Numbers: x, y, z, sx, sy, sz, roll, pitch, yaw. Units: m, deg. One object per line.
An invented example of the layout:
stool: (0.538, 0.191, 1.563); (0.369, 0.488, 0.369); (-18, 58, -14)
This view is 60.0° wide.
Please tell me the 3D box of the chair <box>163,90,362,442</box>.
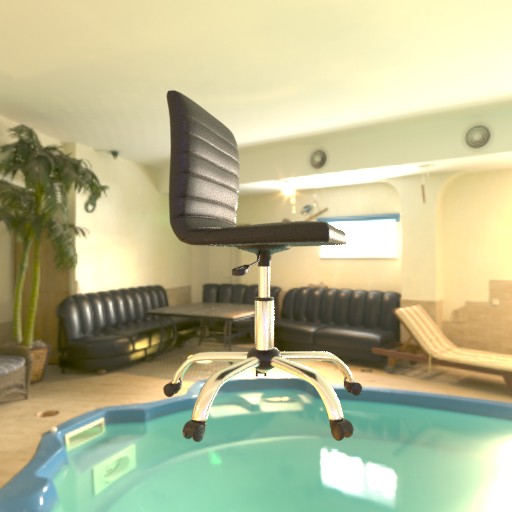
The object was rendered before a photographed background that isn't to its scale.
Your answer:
chair: (0.000, 0.000, 1.167); (0.530, 0.780, 0.556); (0, 0, 17)
